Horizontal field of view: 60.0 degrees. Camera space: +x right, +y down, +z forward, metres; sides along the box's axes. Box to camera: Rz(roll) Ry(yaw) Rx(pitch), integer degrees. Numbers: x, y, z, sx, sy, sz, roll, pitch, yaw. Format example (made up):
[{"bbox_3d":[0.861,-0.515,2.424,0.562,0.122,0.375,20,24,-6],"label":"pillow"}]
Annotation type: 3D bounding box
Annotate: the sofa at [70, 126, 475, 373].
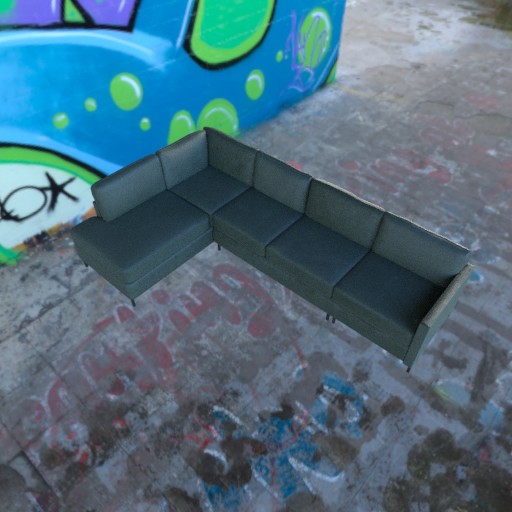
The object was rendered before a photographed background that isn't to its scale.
[{"bbox_3d":[0.000,0.000,4.337,3.384,0.996,2.048,32,53,28],"label":"sofa"}]
